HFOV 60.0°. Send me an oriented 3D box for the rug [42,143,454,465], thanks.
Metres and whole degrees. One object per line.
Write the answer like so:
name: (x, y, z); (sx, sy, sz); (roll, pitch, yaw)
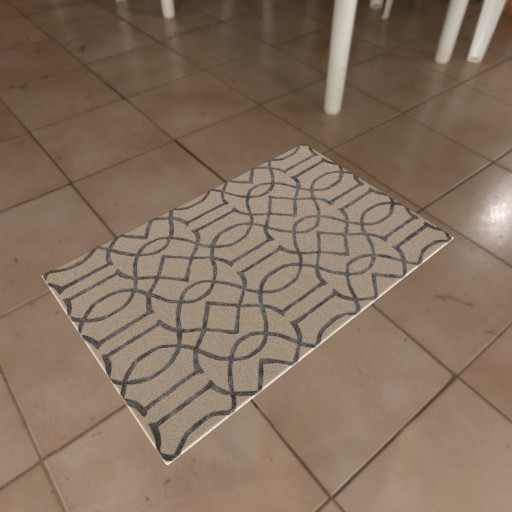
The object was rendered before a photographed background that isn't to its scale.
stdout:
rug: (0.000, 0.000, 2.997); (2.365, 0.017, 1.521); (-32, 55, -26)
